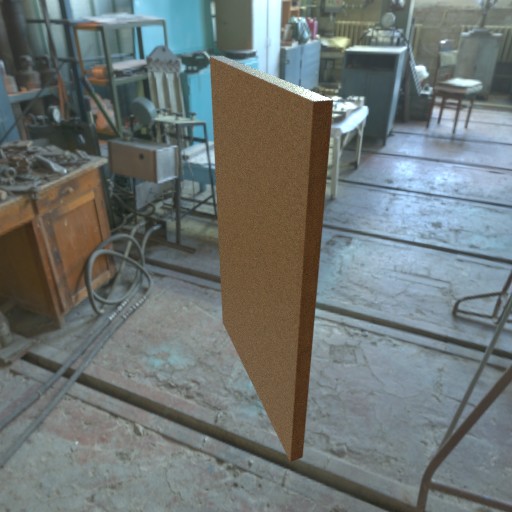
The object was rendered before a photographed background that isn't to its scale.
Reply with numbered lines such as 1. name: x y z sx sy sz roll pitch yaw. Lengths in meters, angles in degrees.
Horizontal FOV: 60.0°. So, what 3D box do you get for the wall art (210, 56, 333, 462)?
1. wall art: 0.000 0.000 1.184 0.037 0.914 0.610 -11 32 -18
